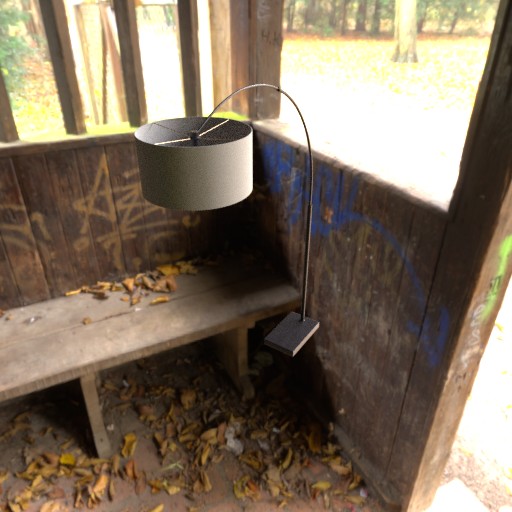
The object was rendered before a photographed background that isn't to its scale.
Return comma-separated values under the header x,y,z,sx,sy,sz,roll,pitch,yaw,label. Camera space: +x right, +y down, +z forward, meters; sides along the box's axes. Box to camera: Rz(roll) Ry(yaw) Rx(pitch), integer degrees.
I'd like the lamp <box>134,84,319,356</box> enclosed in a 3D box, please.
x,y,z,sx,sy,sz,roll,pitch,yaw,label
0.000,0.000,2.630,0.493,1.927,1.424,19,35,29,lamp
